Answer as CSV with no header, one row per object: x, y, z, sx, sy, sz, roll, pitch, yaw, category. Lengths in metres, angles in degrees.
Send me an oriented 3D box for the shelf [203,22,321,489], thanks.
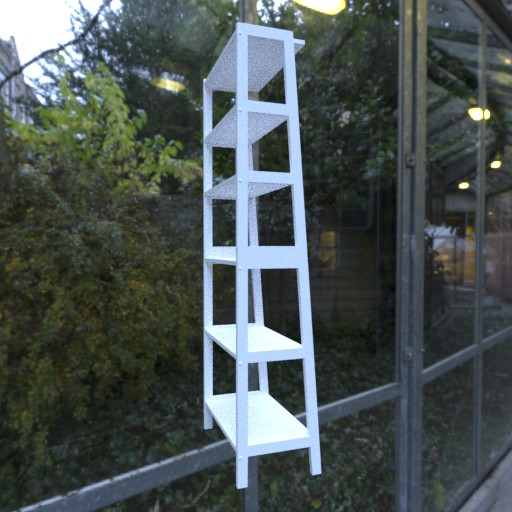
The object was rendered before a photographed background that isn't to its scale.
0.000,0.000,2.166,0.381,1.892,0.660,0,1,-19,shelf
